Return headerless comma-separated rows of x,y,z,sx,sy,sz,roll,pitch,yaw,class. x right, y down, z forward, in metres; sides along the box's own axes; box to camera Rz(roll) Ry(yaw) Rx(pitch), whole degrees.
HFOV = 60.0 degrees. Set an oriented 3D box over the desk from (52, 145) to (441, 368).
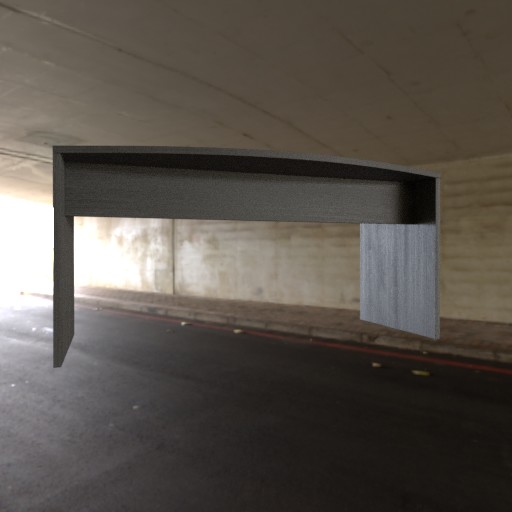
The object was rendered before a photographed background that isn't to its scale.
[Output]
0.000,0.000,1.969,1.600,0.750,0.802,0,0,-18,desk
